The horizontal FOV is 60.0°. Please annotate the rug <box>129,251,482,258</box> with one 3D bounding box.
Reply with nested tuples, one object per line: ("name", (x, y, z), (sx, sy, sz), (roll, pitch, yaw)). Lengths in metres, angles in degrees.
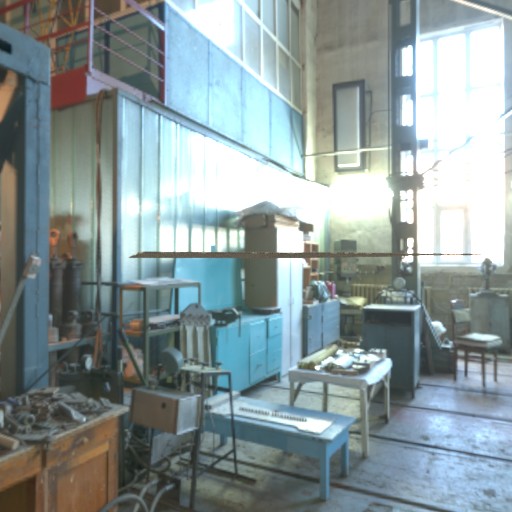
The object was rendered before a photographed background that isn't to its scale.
("rug", (0.000, 0.000, 2.820), (1.524, 0.013, 2.135), (0, -1, -17))
